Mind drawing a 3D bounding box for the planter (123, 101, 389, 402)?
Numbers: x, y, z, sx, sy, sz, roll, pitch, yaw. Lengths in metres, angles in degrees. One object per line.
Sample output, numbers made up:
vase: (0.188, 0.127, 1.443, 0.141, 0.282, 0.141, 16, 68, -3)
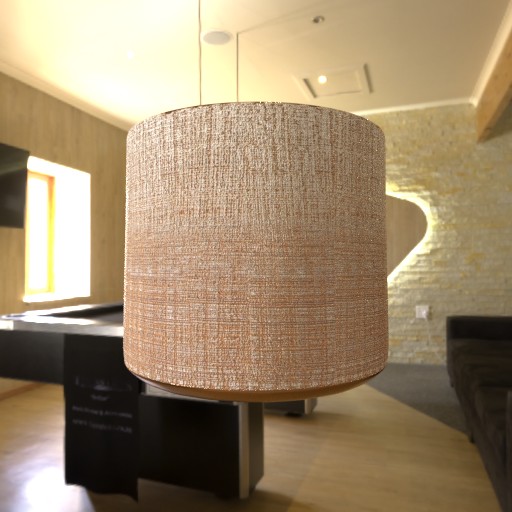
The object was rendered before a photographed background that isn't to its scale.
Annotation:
planter: (0.000, 0.000, 0.310, 0.177, 0.157, 0.177, 0, -1, 0)
